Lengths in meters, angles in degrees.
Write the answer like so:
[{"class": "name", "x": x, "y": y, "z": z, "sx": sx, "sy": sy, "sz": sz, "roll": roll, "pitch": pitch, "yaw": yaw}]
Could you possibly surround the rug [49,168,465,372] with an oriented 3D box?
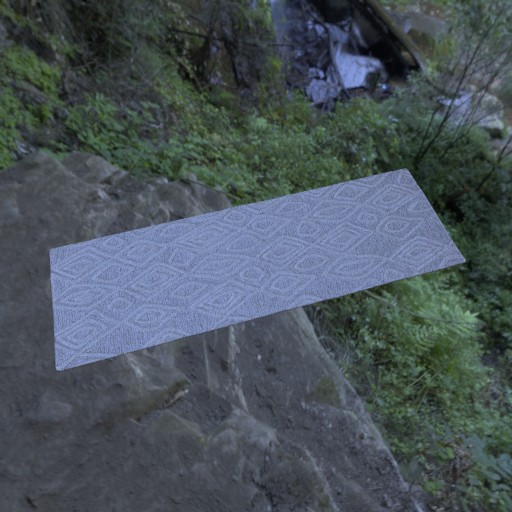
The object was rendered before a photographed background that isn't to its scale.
[{"class": "rug", "x": 0.000, "y": 0.000, "z": 2.715, "sx": 2.436, "sy": 0.013, "sz": 0.807, "roll": -14, "pitch": 59, "yaw": -8}]
